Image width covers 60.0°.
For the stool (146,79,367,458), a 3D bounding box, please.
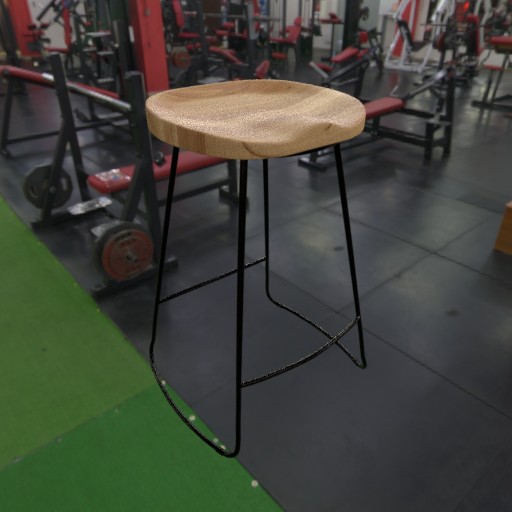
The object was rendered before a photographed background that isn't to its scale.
[{"bbox_3d":[0.000,0.000,0.989,0.480,0.679,0.401,-22,37,-32],"label":"stool"}]
